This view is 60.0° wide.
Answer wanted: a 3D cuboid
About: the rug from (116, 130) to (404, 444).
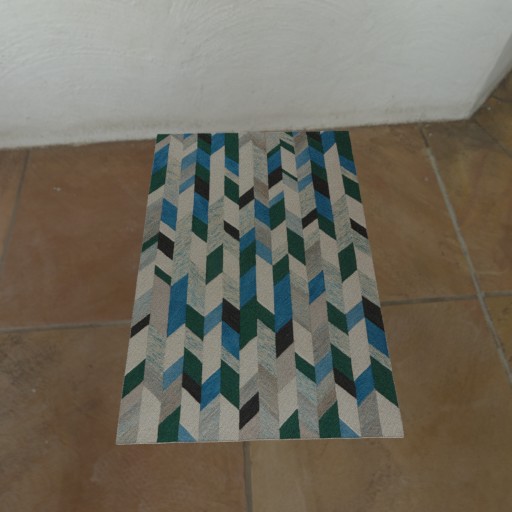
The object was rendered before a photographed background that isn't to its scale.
[{"bbox_3d":[0.000,0.000,2.346,1.229,0.005,1.827,-1,59,-1],"label":"rug"}]
